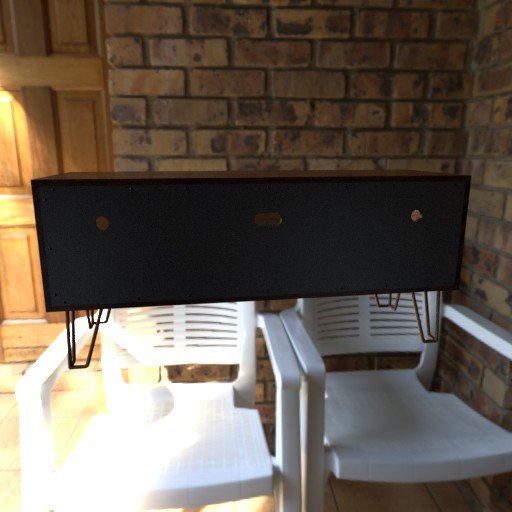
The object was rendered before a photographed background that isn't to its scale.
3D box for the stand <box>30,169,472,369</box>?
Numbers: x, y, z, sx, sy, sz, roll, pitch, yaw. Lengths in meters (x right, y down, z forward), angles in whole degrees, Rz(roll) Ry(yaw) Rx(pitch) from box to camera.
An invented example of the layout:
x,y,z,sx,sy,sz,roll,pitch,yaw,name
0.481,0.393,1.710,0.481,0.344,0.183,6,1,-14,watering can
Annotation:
x,y,z,sx,sy,sz,roll,pitch,yaw,name
0.000,0.000,1.662,1.372,0.610,0.481,-2,14,-9,stand
